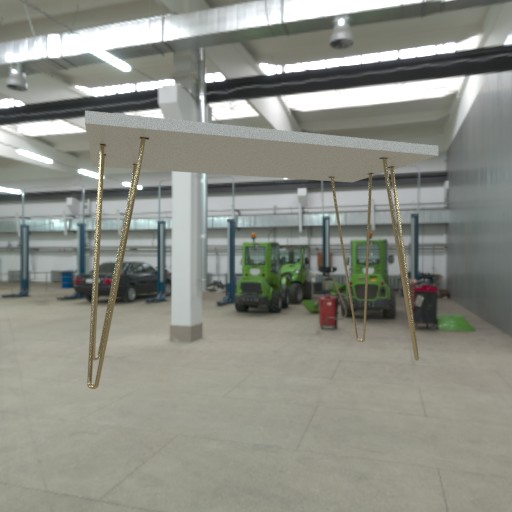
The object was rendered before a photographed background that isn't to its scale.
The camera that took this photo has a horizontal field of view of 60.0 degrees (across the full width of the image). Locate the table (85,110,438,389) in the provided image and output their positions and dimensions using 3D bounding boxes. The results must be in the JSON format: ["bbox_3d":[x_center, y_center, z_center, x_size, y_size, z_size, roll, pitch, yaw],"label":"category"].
[{"bbox_3d":[0.000,0.000,1.404,0.991,0.660,0.498,0,0,-19],"label":"table"}]
